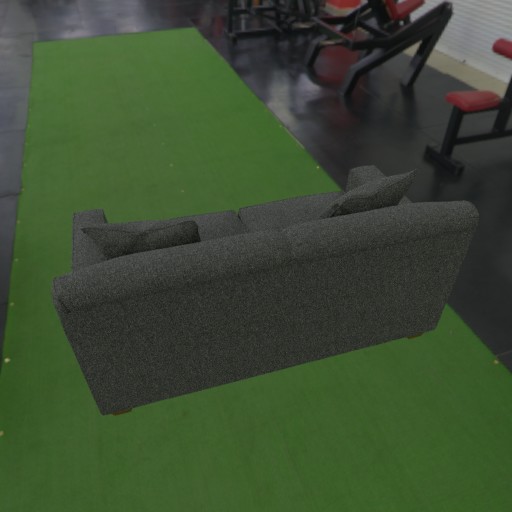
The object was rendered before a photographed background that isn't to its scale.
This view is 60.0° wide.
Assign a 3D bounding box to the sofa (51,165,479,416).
[{"bbox_3d":[0.000,0.000,2.403,1.846,0.958,0.998,-11,42,-13],"label":"sofa"}]
